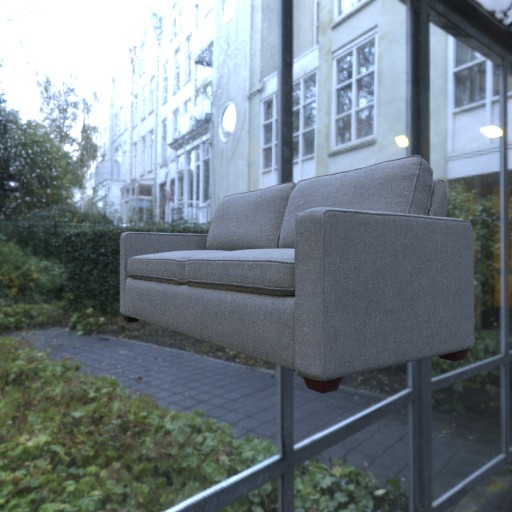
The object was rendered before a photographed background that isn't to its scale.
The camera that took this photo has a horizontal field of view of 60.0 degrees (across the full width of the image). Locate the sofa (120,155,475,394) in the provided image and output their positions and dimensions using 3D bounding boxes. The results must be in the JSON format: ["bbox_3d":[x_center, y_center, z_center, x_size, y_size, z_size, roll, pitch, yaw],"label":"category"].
[{"bbox_3d":[0.000,0.000,2.529,0.945,0.918,2.078,0,0,-35],"label":"sofa"}]
